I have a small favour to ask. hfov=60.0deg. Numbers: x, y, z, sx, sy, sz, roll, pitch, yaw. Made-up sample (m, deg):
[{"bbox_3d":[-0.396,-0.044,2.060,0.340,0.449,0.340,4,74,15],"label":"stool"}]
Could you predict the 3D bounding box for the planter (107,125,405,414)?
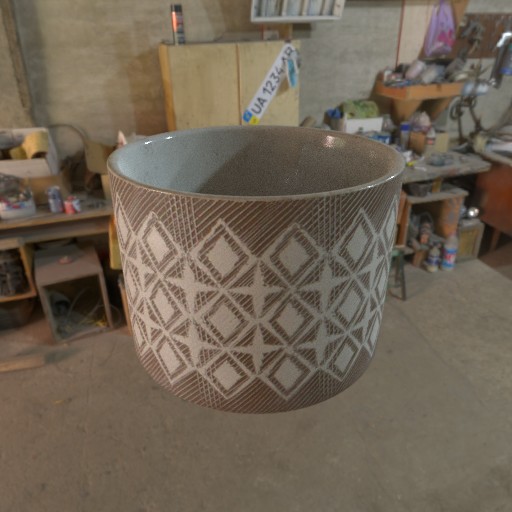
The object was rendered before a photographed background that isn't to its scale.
[{"bbox_3d":[0.000,0.000,0.219,0.126,0.104,0.126,0,27,0],"label":"planter"}]
